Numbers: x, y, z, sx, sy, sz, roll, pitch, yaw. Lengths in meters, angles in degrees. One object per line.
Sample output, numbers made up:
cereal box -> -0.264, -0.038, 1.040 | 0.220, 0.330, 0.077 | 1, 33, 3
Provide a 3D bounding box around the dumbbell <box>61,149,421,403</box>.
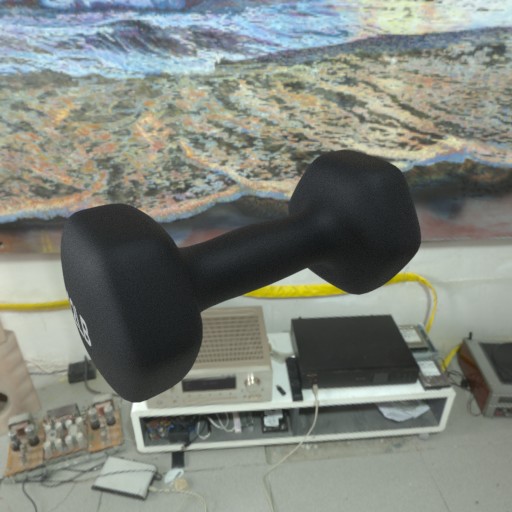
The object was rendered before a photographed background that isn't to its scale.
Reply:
dumbbell -> 0.000, 0.000, 0.292 | 0.231, 0.101, 0.112 | -19, 35, -30
